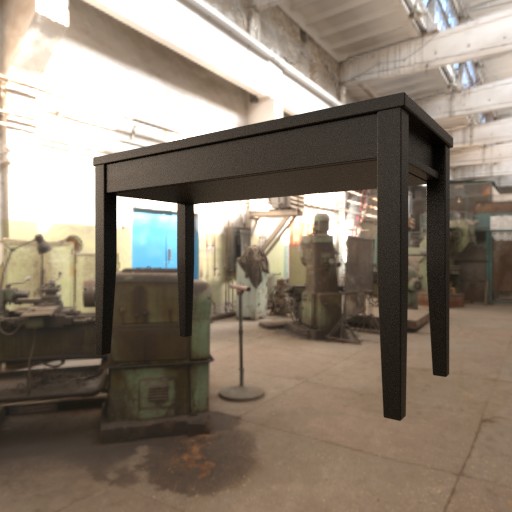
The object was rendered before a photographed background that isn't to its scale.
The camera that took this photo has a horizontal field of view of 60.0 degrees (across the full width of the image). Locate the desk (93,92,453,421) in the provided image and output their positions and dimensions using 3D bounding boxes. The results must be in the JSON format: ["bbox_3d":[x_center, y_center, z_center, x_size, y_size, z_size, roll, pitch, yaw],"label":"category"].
[{"bbox_3d":[0.000,0.000,1.597,1.220,0.775,0.508,0,0,36],"label":"desk"}]
